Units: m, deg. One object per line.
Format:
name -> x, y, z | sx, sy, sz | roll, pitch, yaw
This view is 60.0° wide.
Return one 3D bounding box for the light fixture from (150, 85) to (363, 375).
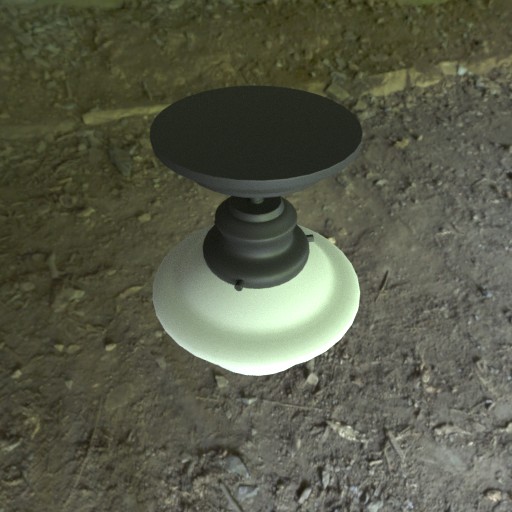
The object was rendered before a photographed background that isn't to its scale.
light fixture -> 0.000, 0.000, 0.405 | 0.197, 0.254, 0.197 | 0, 42, 0
